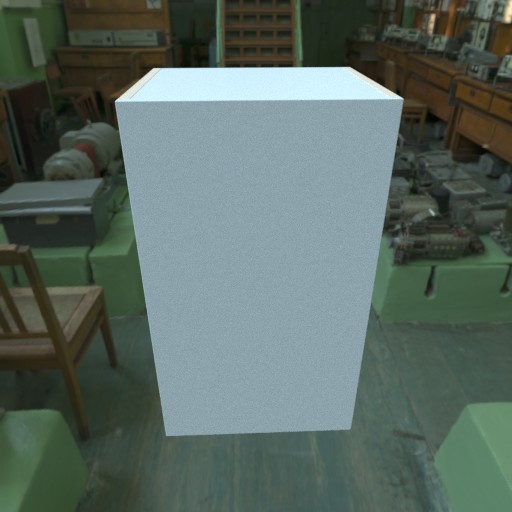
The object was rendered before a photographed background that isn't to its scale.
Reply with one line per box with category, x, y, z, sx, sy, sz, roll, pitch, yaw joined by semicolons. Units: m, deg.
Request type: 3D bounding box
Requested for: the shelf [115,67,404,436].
shelf;0.000;0.000;0.807;0.350;0.600;0.290;-1;30;-2
